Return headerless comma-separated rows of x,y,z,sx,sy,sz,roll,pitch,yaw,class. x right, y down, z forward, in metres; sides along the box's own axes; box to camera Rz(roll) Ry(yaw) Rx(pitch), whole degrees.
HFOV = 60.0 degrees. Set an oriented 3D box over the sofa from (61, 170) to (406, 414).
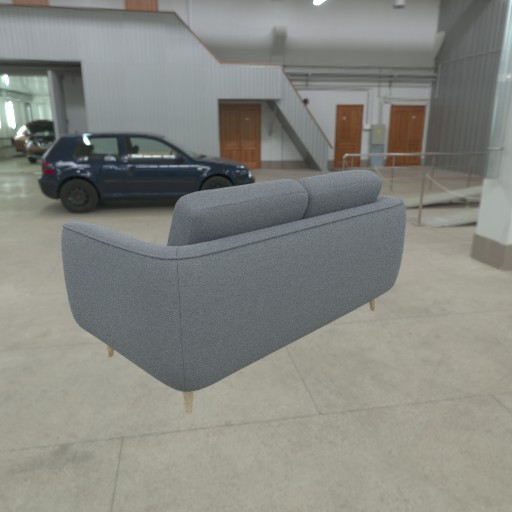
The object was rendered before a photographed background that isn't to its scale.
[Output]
0.000,0.000,2.294,0.920,0.850,1.700,16,23,42,sofa
